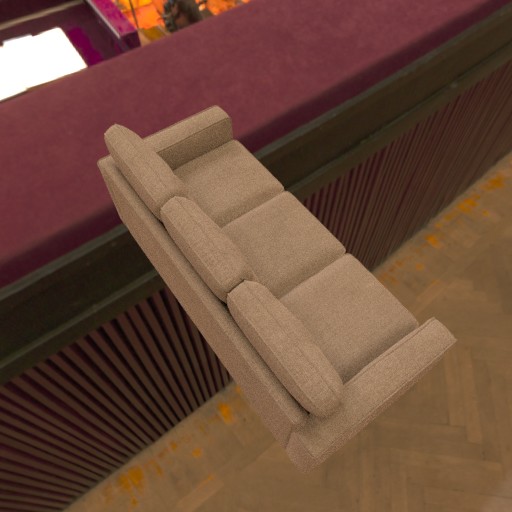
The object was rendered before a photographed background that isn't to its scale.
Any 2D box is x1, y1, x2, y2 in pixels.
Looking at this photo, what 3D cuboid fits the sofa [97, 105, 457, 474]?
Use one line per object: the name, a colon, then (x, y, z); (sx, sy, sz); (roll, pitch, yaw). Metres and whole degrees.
sofa: (0.000, 0.000, 2.595); (0.939, 0.965, 2.133); (-32, 63, -18)
